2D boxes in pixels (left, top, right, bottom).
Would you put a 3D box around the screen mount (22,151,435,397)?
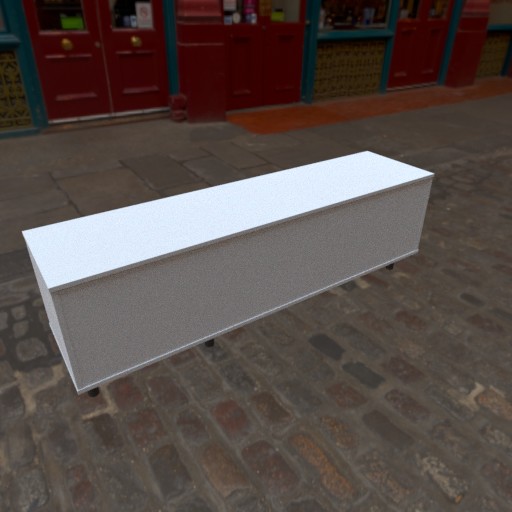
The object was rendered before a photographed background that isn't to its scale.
[{"bbox_3d":[0.000,0.000,1.838,1.600,0.520,0.418,-19,35,-29],"label":"screen mount"}]
